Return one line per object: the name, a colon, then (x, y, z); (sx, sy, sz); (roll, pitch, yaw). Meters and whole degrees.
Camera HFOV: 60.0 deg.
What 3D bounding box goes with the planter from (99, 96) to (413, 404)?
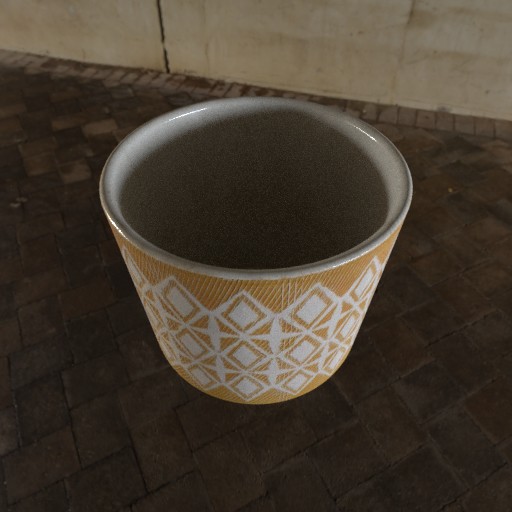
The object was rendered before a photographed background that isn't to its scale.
planter: (0.000, 0.000, 0.339); (0.193, 0.165, 0.193); (0, 45, 0)
